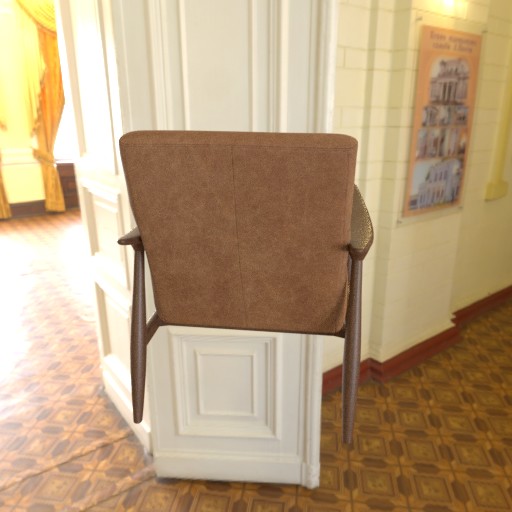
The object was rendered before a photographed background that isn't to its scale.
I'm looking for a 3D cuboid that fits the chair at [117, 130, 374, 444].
[{"bbox_3d":[0.000,0.000,1.483,0.741,0.832,0.798,2,18,7],"label":"chair"}]
